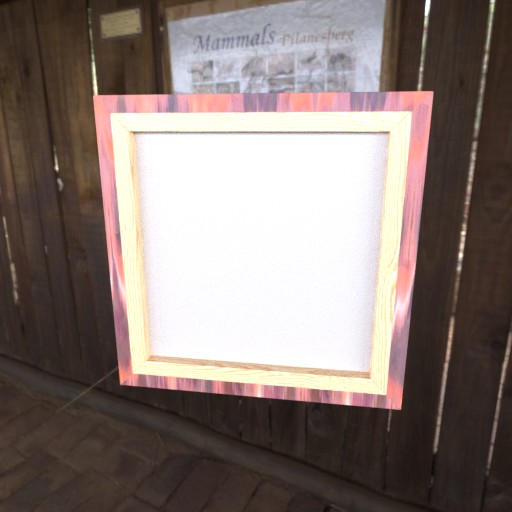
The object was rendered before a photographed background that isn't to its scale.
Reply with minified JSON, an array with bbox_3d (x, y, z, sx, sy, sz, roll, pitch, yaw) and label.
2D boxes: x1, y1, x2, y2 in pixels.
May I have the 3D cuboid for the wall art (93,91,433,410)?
[{"bbox_3d":[0.000,0.000,0.592,0.403,0.406,0.038,2,16,8],"label":"wall art"}]
